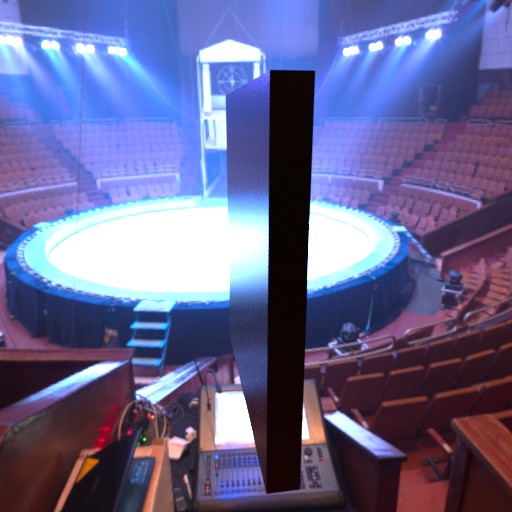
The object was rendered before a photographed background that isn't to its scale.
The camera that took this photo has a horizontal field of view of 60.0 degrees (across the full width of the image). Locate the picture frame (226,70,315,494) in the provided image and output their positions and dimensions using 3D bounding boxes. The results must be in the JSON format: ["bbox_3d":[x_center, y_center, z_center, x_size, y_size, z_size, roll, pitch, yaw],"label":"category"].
[{"bbox_3d":[0.000,0.000,0.528,0.034,0.378,0.328,-3,17,-9],"label":"picture frame"}]
